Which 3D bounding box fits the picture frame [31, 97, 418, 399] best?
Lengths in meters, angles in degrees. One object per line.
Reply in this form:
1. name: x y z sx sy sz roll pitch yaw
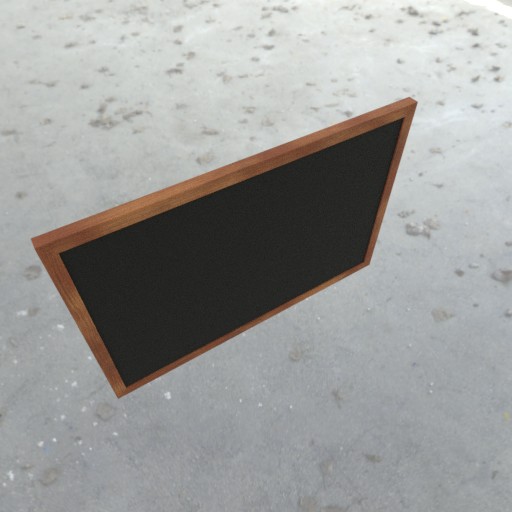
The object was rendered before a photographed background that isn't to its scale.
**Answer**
1. picture frame: 0.000 0.000 1.205 0.950 0.640 0.029 -25 53 -21
